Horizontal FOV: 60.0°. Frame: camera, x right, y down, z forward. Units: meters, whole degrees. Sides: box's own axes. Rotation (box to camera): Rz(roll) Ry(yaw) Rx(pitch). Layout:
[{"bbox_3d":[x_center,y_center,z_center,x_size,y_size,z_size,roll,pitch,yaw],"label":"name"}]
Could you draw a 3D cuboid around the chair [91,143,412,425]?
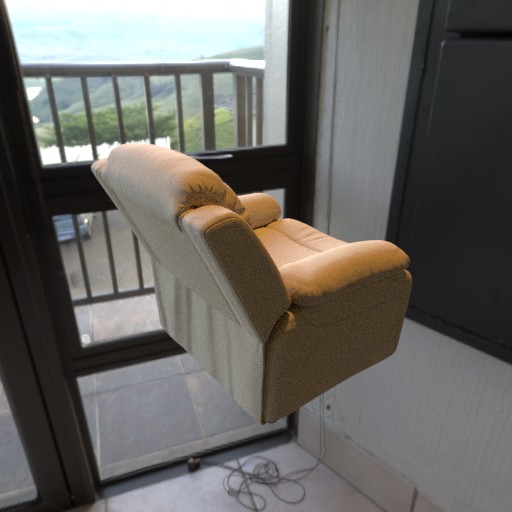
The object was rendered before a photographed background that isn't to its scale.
[{"bbox_3d":[0.000,0.000,1.311,0.709,0.702,0.680,-19,32,-33],"label":"chair"}]
